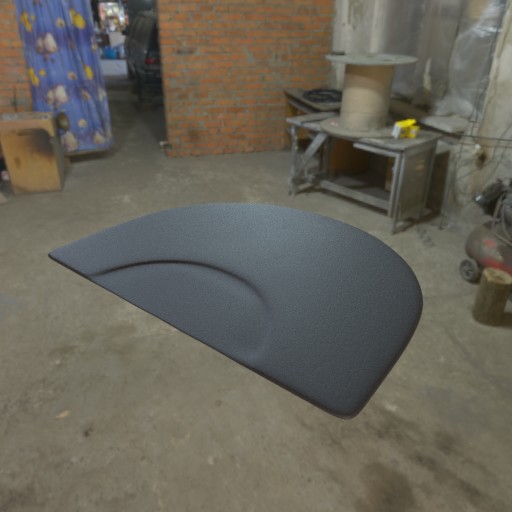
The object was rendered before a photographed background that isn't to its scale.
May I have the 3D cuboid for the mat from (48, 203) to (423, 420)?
[{"bbox_3d":[0.000,0.000,1.576,1.220,0.016,0.917,21,35,33],"label":"mat"}]
